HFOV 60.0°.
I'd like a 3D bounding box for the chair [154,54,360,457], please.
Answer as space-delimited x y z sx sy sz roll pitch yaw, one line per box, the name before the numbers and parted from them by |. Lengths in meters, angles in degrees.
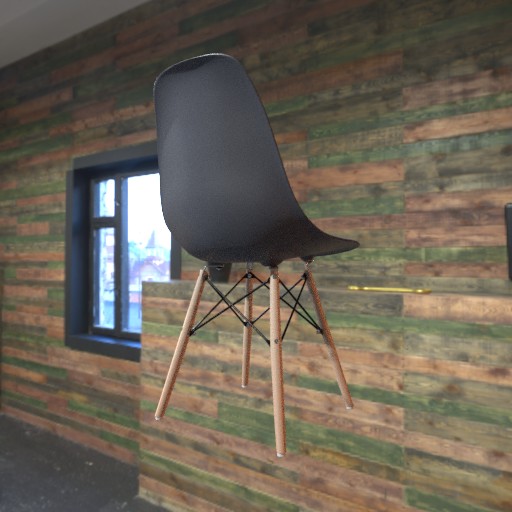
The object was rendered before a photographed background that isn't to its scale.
chair | 0.000 0.000 1.155 0.470 0.826 0.533 0 -1 35
